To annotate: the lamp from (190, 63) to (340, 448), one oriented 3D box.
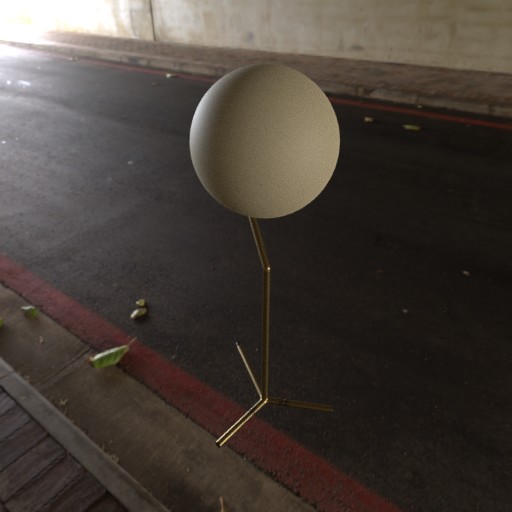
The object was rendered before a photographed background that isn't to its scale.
[{"bbox_3d":[0.000,0.000,0.678,0.210,0.552,0.251,-10,33,-17],"label":"lamp"}]
